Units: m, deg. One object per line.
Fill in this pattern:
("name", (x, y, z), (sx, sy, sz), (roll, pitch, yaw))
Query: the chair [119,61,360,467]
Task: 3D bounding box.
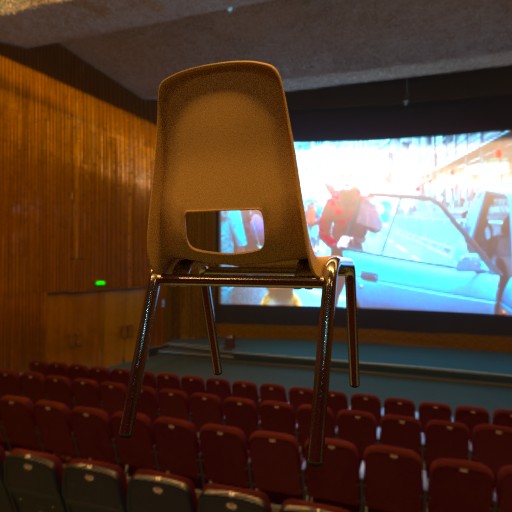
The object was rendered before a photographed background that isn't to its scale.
("chair", (0.000, 0.000, 0.853), (0.354, 0.586, 0.423), (0, 0, 18))
